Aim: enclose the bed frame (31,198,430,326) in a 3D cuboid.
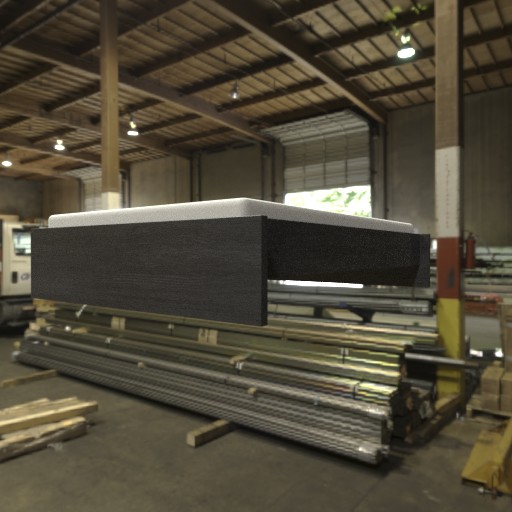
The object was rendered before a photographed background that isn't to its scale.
[{"bbox_3d":[0.000,0.000,2.658,1.490,0.432,1.950,0,1,37],"label":"bed frame"}]
